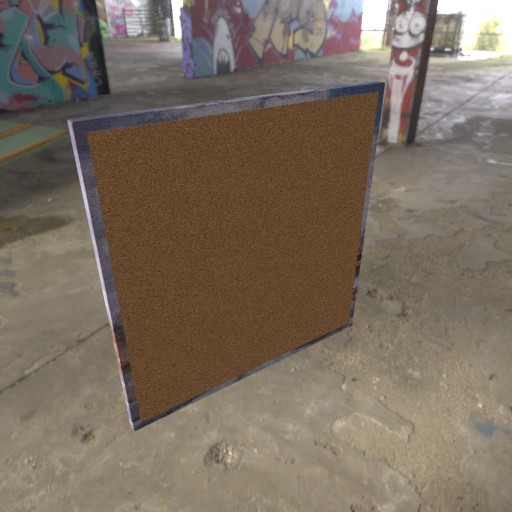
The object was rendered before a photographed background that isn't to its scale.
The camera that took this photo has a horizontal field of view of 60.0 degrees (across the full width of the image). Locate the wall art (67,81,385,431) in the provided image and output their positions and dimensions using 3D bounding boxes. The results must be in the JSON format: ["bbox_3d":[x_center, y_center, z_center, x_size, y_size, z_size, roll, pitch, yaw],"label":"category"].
[{"bbox_3d":[0.000,0.000,1.310,0.888,0.897,0.035,-18,35,-29],"label":"wall art"}]
